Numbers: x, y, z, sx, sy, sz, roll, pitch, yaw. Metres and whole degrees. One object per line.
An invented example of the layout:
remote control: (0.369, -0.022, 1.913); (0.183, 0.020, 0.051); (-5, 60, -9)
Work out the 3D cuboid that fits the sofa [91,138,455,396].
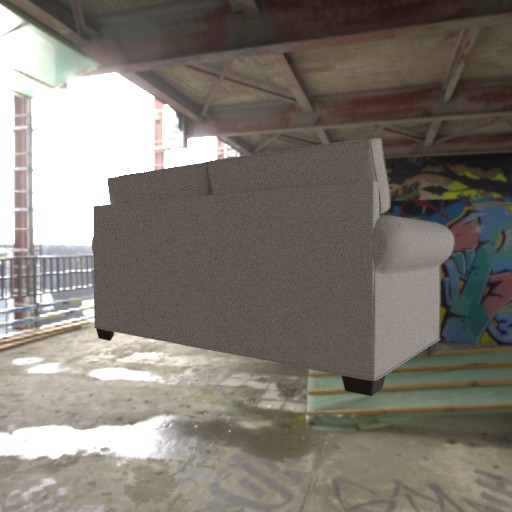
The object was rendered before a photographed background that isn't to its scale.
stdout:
sofa: (0.000, 0.000, 2.319); (1.774, 0.933, 0.861); (1, 2, 37)
